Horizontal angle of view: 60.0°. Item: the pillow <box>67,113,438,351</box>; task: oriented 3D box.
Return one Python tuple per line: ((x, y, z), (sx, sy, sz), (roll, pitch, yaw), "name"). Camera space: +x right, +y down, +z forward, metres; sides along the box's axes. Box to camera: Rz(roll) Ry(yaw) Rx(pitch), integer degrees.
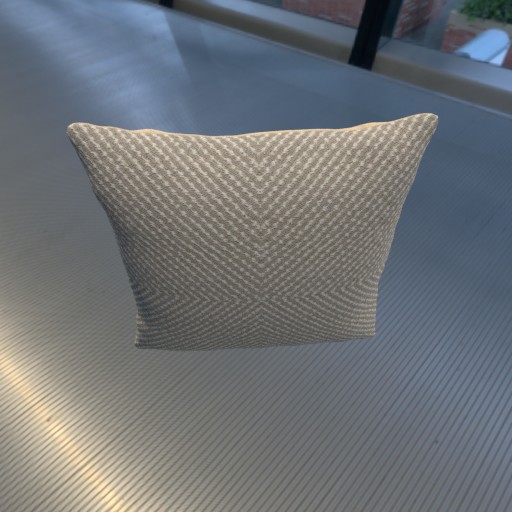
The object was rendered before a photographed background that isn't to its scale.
((0.000, 0.000, 0.696), (0.459, 0.458, 0.181), (-2, 46, -2), "pillow")
